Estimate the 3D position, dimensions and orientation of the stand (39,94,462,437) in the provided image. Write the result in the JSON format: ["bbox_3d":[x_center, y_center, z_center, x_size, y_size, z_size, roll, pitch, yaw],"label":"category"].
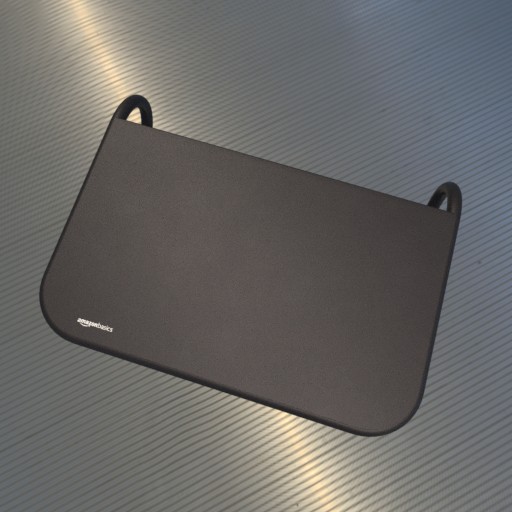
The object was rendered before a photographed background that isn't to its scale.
[{"bbox_3d":[0.000,0.000,0.476,0.370,0.108,0.280,17,77,4],"label":"stand"}]
